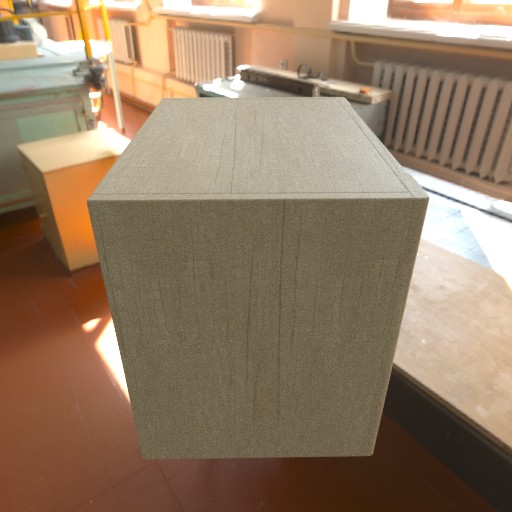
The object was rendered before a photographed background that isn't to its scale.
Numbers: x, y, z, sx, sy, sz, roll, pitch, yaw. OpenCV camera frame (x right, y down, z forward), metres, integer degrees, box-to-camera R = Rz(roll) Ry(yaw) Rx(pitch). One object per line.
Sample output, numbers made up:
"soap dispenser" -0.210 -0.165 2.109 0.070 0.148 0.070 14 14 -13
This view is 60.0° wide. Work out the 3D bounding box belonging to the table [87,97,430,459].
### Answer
"table" 0.000 0.000 0.913 0.420 0.510 0.570 0 32 -1
